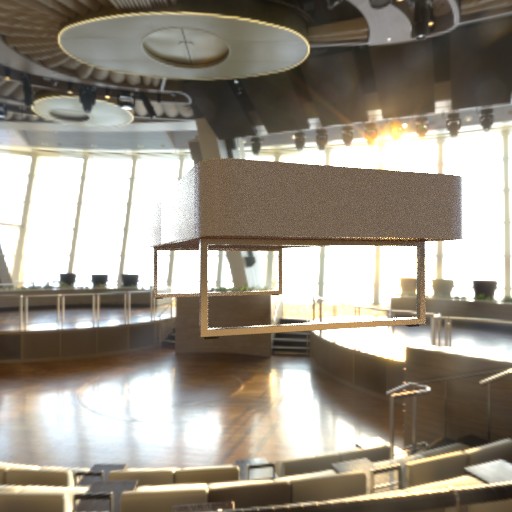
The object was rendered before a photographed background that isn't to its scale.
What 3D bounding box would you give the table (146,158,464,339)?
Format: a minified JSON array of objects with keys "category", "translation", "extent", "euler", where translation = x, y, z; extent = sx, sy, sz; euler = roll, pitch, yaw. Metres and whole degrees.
[{"category":"table","translation":[0.000,0.000,1.422],"extent":[0.600,0.340,1.200],"euler":[0,0,-19]}]
